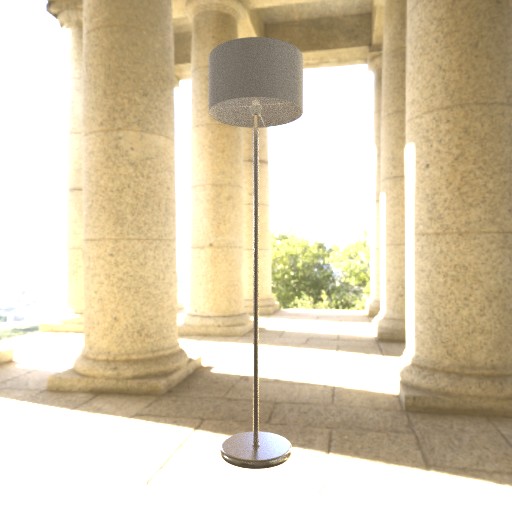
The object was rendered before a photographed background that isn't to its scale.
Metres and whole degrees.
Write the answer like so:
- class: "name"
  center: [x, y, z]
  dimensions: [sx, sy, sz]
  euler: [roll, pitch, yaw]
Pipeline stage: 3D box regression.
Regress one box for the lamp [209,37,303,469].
- class: "lamp"
  center: [0.000, 0.000, 1.631]
  dimensions: [0.347, 1.443, 0.347]
  euler: [0, 0, -18]
